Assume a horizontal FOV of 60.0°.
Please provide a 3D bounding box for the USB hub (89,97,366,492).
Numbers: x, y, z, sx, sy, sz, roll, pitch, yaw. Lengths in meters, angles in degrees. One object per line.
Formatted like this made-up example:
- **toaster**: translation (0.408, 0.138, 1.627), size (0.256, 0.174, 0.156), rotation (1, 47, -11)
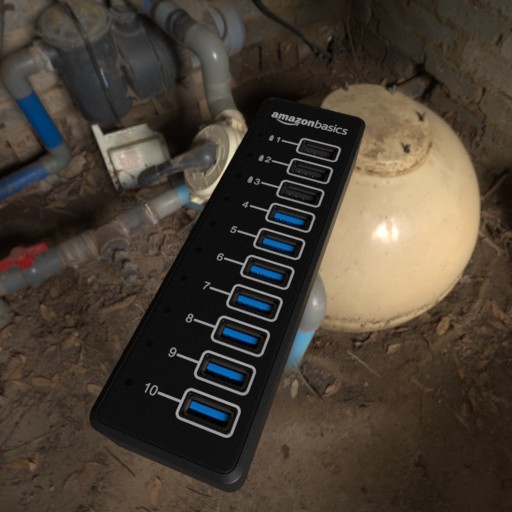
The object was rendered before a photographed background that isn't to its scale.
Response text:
- **USB hub**: translation (0.000, 0.000, 0.159), size (0.044, 0.023, 0.145), rotation (18, 59, 11)
